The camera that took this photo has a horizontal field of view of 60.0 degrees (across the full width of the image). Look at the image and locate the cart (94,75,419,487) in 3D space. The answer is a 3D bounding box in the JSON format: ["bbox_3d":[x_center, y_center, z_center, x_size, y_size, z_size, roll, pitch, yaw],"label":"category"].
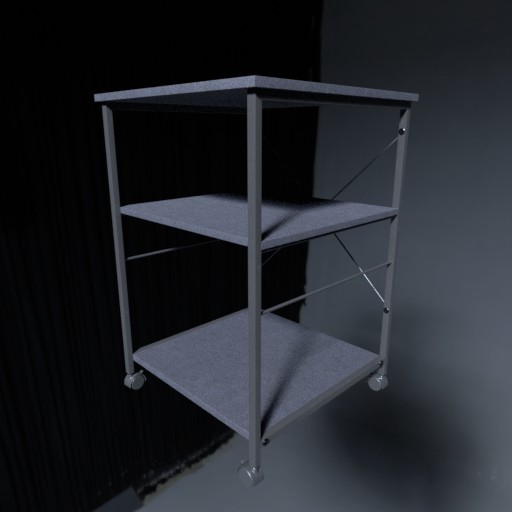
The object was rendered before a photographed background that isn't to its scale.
[{"bbox_3d":[0.000,0.000,1.109,0.520,0.762,0.521,-15,22,-42],"label":"cart"}]
